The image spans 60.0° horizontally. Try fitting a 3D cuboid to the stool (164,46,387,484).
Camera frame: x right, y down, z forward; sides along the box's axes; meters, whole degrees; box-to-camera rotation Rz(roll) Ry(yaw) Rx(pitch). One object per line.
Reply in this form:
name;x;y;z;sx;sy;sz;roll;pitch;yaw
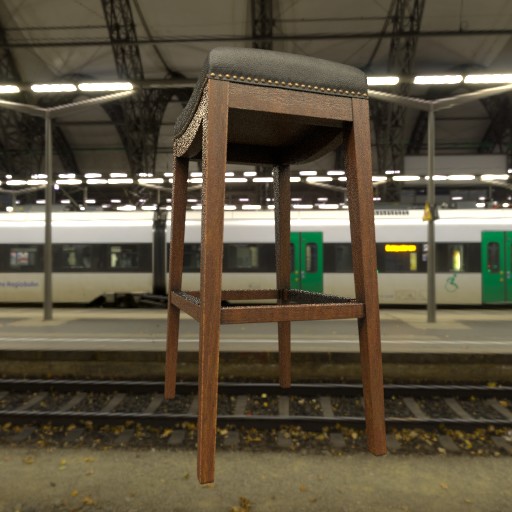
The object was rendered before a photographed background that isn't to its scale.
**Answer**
stool;0.000;0.000;1.031;0.361;0.765;0.500;0;-1;-18
